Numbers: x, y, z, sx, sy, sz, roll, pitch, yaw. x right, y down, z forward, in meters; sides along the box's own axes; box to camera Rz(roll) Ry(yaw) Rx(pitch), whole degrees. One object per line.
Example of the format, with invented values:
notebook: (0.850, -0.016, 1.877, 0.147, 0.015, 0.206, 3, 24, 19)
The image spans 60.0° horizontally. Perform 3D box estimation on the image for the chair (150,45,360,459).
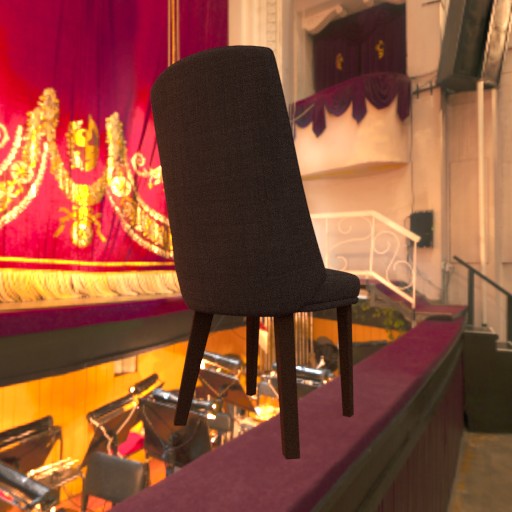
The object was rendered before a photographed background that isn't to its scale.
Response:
chair: (0.000, 0.000, 1.378, 0.510, 1.050, 0.577, -1, -1, 35)
